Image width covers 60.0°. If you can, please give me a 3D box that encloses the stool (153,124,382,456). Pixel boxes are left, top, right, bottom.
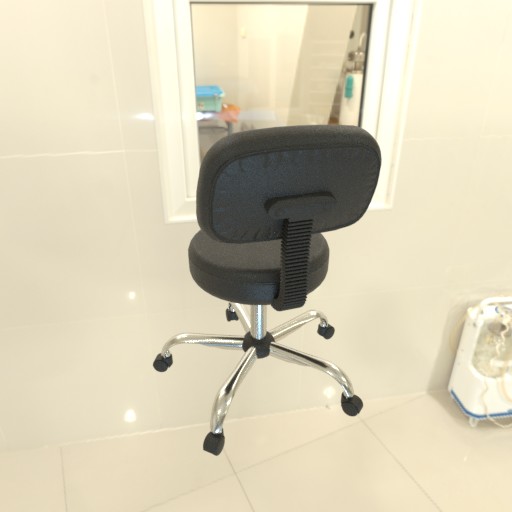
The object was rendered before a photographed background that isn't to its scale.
[{"bbox_3d":[0.000,0.000,1.327,0.673,0.862,0.648,-9,28,-16],"label":"stool"}]
